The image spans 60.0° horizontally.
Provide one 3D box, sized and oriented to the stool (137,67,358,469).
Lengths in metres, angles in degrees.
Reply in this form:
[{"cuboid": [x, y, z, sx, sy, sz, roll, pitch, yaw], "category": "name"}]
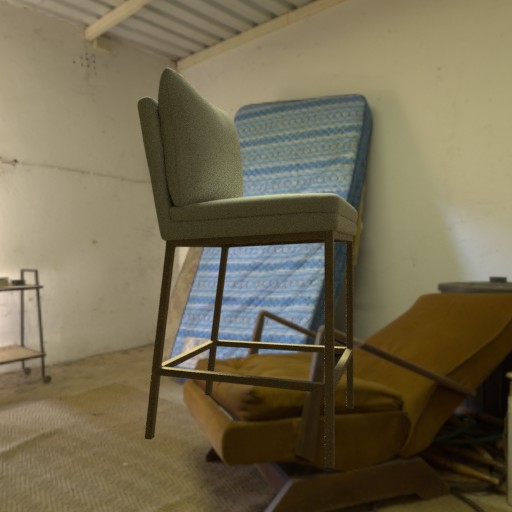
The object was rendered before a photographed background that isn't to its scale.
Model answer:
[{"cuboid": [0.000, 0.000, 1.360, 0.572, 1.032, 0.463, 0, 0, 18], "category": "stool"}]
